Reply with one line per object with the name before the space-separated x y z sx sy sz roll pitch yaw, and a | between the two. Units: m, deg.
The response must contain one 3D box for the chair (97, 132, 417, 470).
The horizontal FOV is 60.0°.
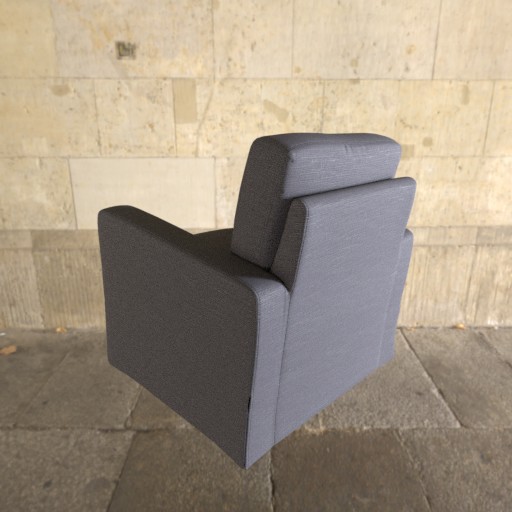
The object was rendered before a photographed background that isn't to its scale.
chair | 0.000 0.000 1.544 0.798 0.855 0.863 -17 25 -42
